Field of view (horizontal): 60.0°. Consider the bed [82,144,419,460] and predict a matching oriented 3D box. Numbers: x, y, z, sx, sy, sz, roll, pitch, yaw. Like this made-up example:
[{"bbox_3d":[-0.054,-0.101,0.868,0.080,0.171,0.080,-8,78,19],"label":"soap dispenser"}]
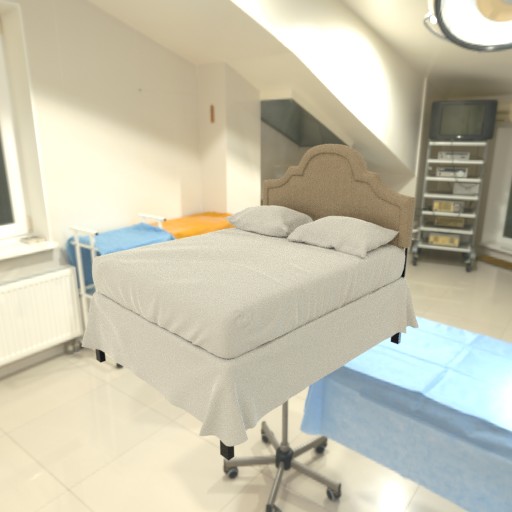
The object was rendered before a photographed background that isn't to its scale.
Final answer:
[{"bbox_3d":[0.000,0.000,3.428,1.780,1.634,2.222,16,22,43],"label":"bed"}]
